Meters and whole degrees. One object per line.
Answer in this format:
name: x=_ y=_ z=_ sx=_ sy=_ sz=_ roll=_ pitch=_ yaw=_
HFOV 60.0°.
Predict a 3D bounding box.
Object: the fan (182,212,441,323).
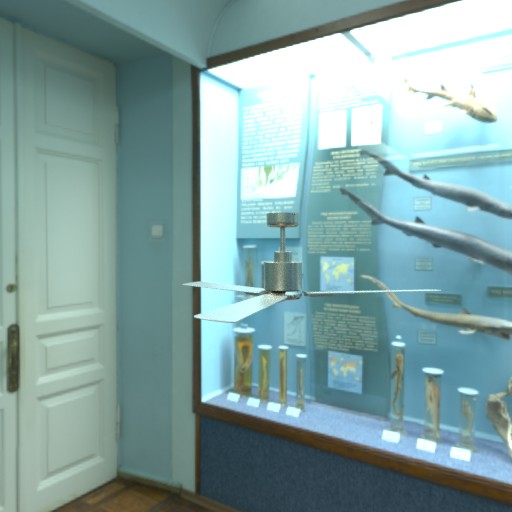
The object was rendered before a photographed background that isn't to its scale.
fan: x=0.000 y=0.000 z=2.343 sx=1.531 sy=0.446 sz=1.561 roll=1 pitch=2 yaw=36
